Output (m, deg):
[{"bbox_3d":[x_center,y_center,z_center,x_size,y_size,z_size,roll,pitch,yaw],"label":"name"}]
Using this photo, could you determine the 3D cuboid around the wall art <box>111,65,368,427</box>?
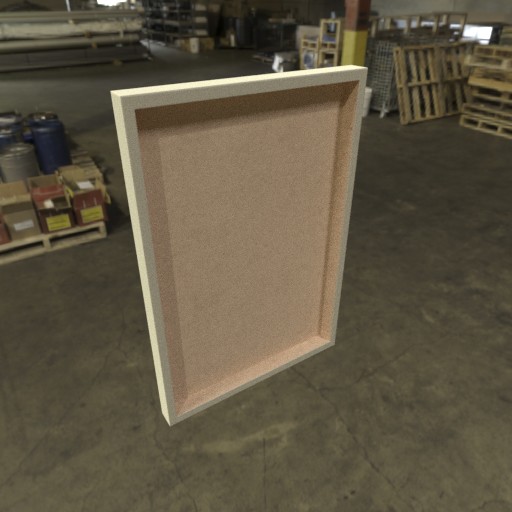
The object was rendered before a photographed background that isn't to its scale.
[{"bbox_3d":[0.000,0.000,0.806,0.418,0.608,0.038,-19,36,-28],"label":"wall art"}]
